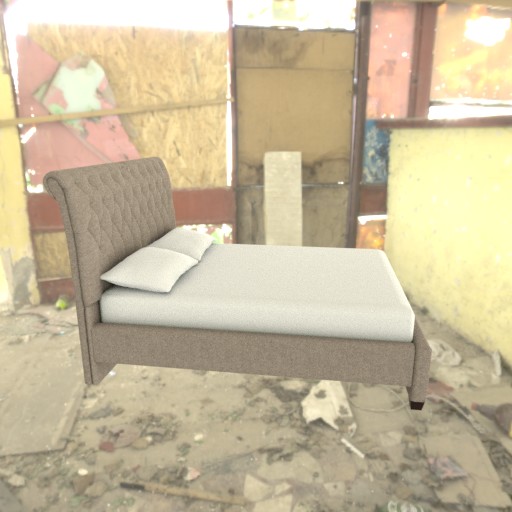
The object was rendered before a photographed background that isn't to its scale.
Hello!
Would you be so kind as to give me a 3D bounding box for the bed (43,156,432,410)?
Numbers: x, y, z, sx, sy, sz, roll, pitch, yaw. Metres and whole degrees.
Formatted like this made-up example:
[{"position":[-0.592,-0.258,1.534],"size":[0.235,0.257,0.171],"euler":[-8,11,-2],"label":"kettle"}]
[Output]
[{"position":[0.000,0.000,3.343],"size":[2.252,1.371,1.645],"euler":[2,16,8],"label":"bed"}]
